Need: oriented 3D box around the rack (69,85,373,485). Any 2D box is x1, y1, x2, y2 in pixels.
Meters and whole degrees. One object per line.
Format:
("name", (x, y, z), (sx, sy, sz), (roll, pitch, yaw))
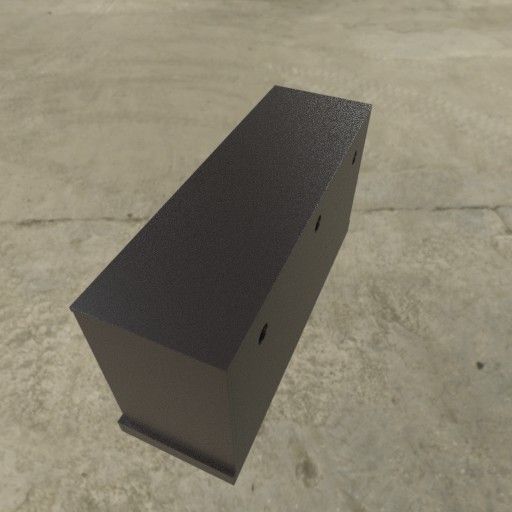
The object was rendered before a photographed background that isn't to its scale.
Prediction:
("rack", (0.000, 0.000, 1.513), (0.399, 0.635, 1.206), (18, 49, 16))
